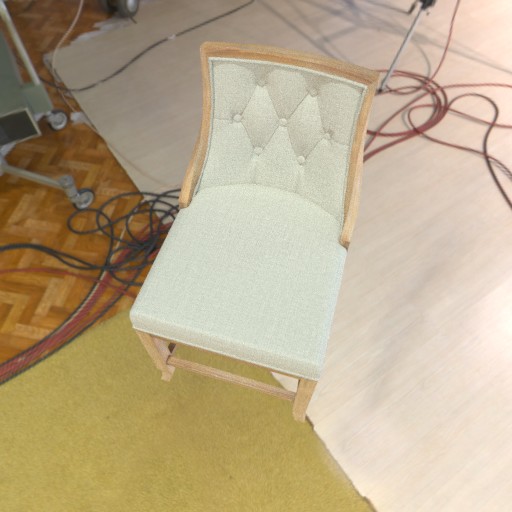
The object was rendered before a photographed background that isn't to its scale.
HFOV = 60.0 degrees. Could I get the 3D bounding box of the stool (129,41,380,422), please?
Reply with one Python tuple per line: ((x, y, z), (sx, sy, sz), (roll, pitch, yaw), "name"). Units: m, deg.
((0.000, 0.000, 1.309), (0.524, 0.938, 0.626), (14, 59, 9), "stool")
